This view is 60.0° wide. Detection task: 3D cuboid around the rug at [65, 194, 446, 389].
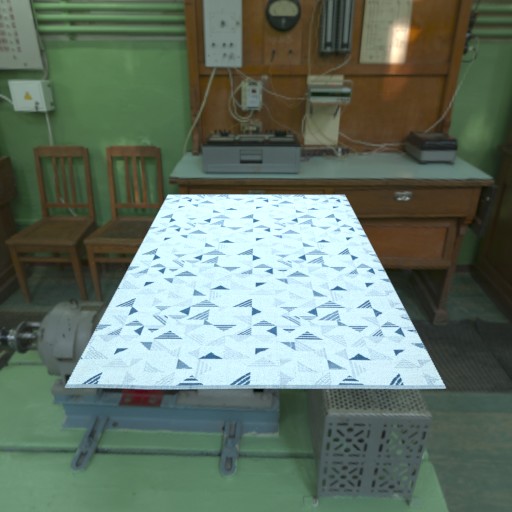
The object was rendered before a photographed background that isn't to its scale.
[{"bbox_3d":[0.000,0.000,2.210,1.206,0.003,1.835,0,27,0],"label":"rug"}]
